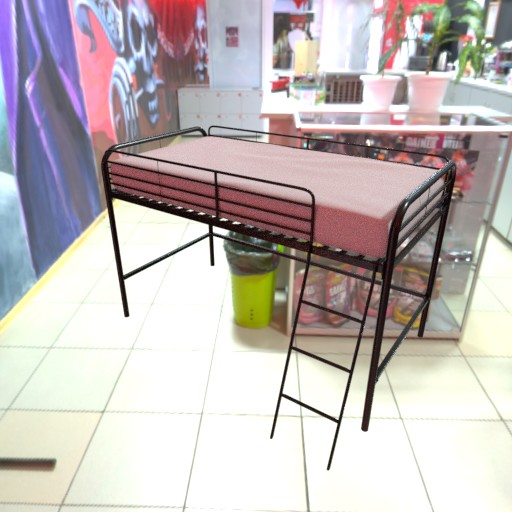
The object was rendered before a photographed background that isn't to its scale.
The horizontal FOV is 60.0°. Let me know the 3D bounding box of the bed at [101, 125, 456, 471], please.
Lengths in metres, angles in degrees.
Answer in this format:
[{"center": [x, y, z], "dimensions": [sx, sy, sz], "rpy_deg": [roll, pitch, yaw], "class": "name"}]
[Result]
[{"center": [0.000, 0.000, 2.885], "dimensions": [1.968, 1.289, 1.393], "rpy_deg": [17, 31, 31], "class": "bed"}]
